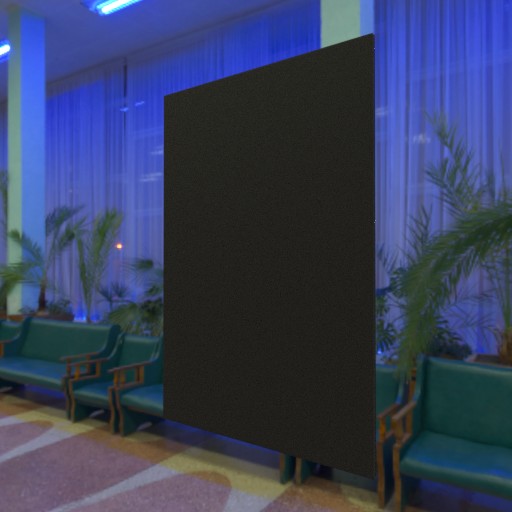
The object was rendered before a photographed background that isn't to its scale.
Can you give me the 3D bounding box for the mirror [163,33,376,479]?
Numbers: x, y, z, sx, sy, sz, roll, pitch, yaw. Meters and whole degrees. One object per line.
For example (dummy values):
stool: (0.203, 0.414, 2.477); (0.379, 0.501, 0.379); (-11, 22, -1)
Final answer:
mirror: (0.000, 0.000, 1.097); (0.613, 0.914, 0.039); (0, -1, 35)
